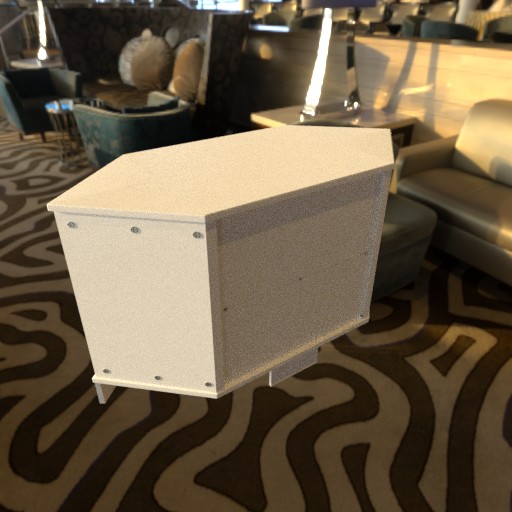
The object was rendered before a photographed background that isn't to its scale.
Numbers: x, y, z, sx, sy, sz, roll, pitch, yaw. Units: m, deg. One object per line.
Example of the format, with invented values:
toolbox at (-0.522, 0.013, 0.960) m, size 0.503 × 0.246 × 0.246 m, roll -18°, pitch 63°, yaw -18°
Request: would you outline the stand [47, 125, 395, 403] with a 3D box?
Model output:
stand at (0.000, 0.000, 1.353) m, size 1.072 × 0.614 × 0.477 m, roll -19°, pitch 36°, yaw -29°
